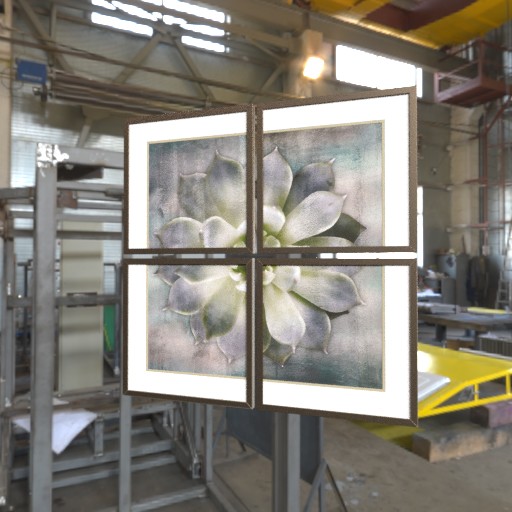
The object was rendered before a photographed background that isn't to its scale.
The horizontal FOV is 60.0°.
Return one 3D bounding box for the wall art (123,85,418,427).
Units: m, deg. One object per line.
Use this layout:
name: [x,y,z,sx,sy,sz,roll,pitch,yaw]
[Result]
wall art: [0.000,0.000,1.508,1.032,1.032,0.030,0,-1,18]
